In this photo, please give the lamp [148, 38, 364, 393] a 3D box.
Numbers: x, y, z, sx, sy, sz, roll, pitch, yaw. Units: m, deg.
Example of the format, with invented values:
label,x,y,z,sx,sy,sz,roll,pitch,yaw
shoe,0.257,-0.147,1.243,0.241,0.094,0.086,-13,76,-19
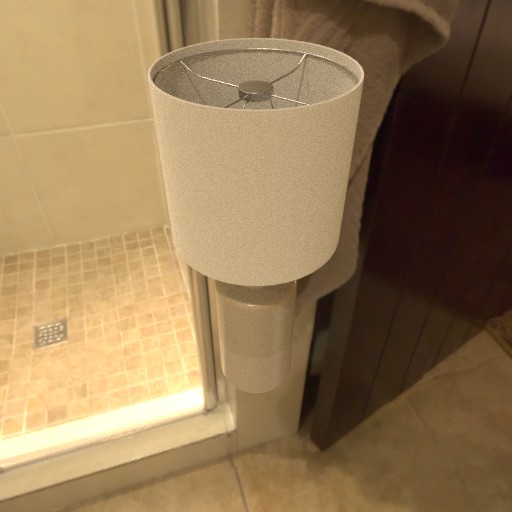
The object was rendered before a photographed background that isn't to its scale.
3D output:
label,x,y,z,sx,sy,sz,roll,pitch,yaw
lamp,0.000,0.000,0.600,0.212,0.493,0.212,24,46,26
